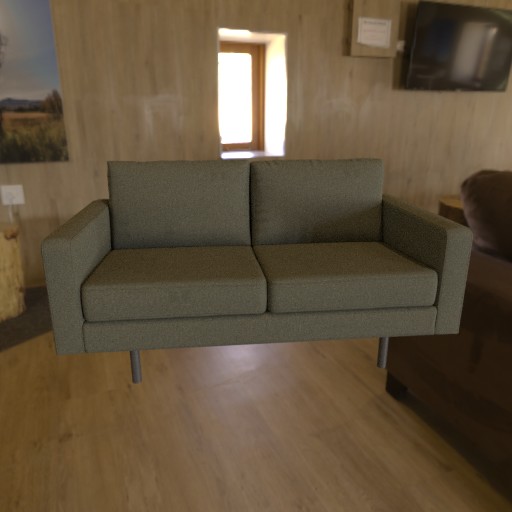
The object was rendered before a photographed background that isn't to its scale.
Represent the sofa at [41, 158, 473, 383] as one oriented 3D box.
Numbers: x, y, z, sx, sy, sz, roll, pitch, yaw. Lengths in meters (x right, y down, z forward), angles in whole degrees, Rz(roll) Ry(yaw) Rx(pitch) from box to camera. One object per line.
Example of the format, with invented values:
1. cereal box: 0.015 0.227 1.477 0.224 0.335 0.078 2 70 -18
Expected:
1. sofa: 0.000 0.000 2.212 1.730 0.897 0.889 -2 18 -6
